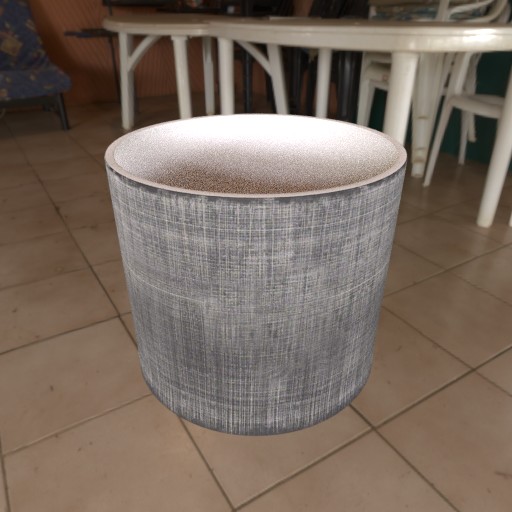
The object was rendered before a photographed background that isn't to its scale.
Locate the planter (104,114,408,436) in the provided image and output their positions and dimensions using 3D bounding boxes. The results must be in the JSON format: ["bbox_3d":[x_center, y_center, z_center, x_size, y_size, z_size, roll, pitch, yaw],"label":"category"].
[{"bbox_3d":[0.000,0.000,0.309,0.178,0.157,0.178,0,29,0],"label":"planter"}]
